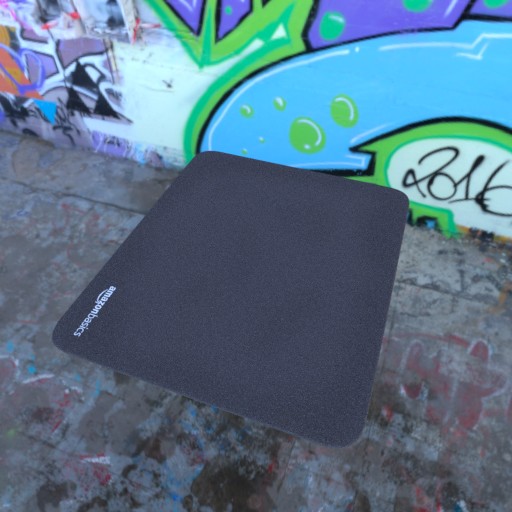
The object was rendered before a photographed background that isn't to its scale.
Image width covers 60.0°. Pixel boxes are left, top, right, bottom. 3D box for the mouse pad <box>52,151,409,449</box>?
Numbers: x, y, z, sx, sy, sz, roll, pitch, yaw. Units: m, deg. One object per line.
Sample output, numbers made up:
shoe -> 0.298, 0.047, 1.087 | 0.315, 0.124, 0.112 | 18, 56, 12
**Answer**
mouse pad -> 0.000, 0.000, 0.347 | 0.211, 0.002, 0.249 | 15, 48, 14
